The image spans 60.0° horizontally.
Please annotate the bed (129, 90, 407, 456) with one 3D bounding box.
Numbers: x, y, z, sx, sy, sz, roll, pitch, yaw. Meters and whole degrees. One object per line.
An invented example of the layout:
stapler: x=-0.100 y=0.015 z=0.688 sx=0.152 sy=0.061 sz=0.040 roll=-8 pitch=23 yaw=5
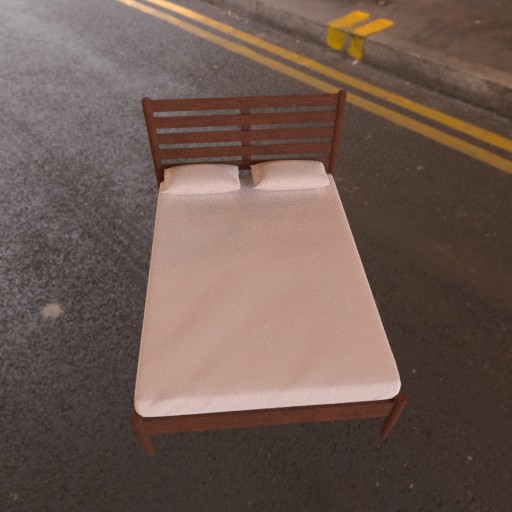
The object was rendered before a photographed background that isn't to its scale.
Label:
bed: x=0.000 y=0.000 z=3.000 sx=1.509 sy=1.304 sz=2.093 roll=-3 pitch=46 yaw=-3
